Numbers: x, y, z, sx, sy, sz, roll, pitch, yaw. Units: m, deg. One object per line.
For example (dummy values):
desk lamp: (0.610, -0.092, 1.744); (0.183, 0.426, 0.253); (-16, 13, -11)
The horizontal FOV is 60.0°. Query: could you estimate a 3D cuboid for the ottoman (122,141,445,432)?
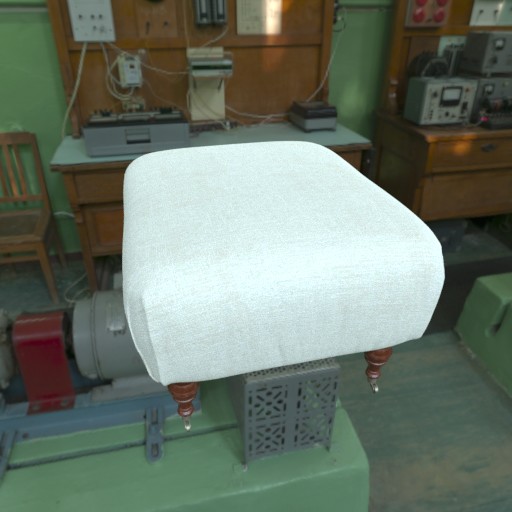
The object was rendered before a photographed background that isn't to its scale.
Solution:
ottoman: (0.000, 0.000, 1.135); (0.622, 0.450, 0.747); (-7, 31, -12)
